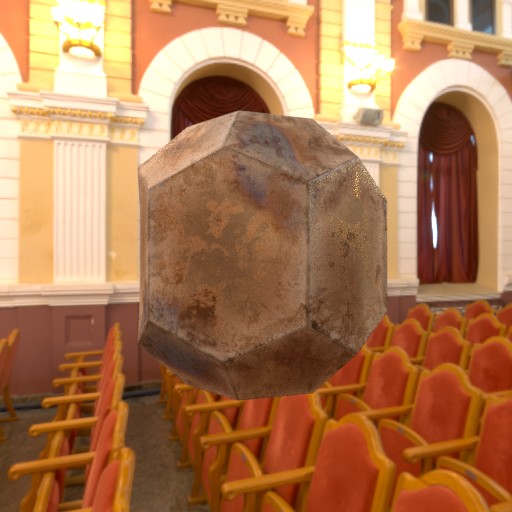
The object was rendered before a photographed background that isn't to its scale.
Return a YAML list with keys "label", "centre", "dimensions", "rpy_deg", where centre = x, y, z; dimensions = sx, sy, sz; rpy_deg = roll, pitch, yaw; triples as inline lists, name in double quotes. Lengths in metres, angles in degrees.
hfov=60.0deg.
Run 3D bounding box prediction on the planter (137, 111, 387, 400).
- label: "planter"
  centre: [0.000, 0.000, 0.427]
  dimensions: [0.221, 0.238, 0.243]
  rpy_deg: [0, -1, -17]
